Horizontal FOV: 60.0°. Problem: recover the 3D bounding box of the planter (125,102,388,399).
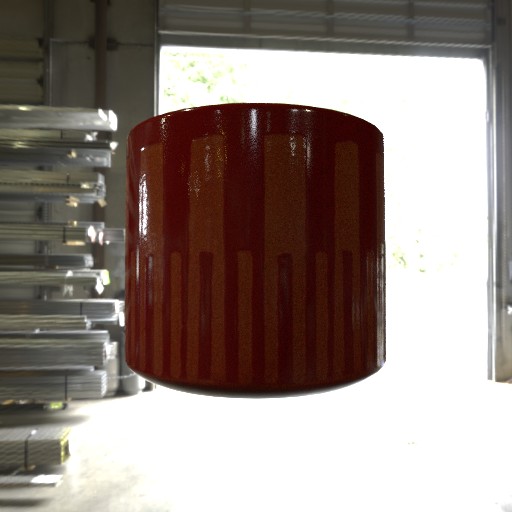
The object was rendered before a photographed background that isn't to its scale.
[{"bbox_3d":[0.000,0.000,0.406,0.230,0.202,0.230,0,-1,0],"label":"planter"}]
